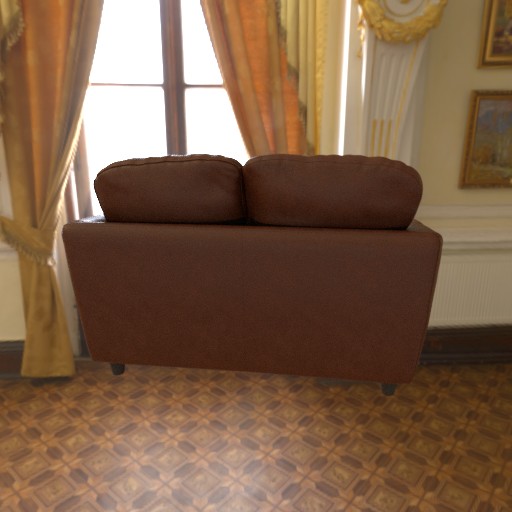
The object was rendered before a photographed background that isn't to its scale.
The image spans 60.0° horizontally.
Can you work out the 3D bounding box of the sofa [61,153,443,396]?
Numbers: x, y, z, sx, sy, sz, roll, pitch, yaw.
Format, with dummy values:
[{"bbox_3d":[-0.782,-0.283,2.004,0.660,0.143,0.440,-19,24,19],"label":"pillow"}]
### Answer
[{"bbox_3d":[0.000,0.000,1.948,1.406,0.906,0.805,2,16,8],"label":"sofa"}]
